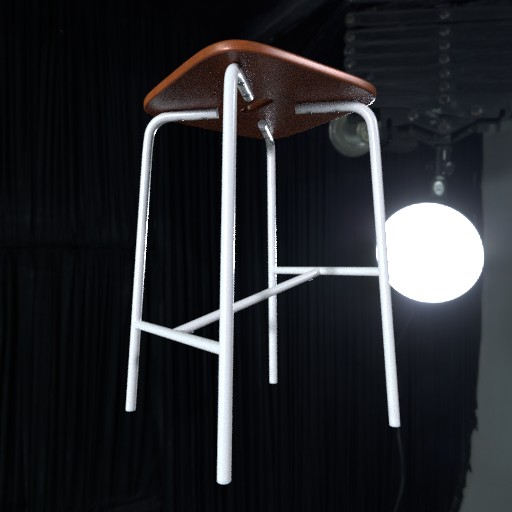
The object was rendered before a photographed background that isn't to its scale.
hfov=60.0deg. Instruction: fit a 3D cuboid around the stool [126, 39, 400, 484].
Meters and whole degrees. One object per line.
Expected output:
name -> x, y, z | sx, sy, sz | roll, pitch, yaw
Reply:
stool -> 0.000, 0.000, 0.845 | 0.376, 0.610, 0.376 | 1, -2, -35
